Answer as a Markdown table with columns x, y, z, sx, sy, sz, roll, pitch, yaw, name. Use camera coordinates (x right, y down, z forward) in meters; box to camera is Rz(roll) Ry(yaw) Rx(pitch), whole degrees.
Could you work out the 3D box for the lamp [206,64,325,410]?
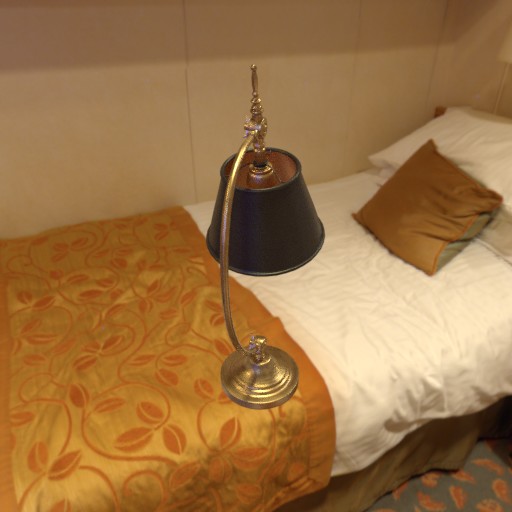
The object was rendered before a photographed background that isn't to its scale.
| x | y | z | sx | sy | sz | roll | pitch | yaw | name |
| --- | --- | --- | --- | --- | --- | --- | --- | --- | --- |
| 0.000 | 0.000 | 0.838 | 0.235 | 0.675 | 0.344 | 10 | 33 | 15 | lamp |
